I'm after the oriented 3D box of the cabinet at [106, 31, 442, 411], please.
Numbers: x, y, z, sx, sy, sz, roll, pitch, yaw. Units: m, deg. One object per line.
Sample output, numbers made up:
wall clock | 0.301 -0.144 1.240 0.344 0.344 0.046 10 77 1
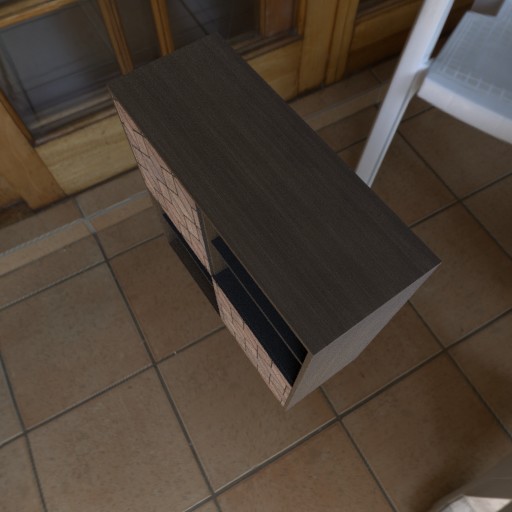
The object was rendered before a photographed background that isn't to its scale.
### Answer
cabinet | 0.000 0.000 1.737 0.400 1.170 1.010 -32 68 -15
